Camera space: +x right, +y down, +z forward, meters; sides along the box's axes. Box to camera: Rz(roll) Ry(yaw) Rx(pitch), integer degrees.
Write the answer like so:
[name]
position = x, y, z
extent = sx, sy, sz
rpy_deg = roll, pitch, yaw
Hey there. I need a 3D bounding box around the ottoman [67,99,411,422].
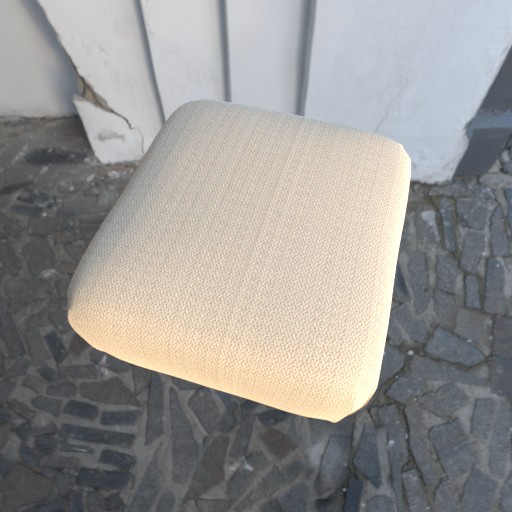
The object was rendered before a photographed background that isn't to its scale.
[ottoman]
position = 0.000, 0.000, 1.084
extent = 0.622, 0.447, 0.684
rpy_deg = 14, 59, 9
